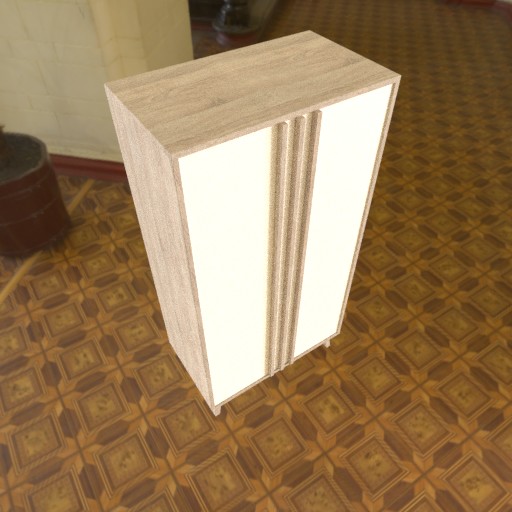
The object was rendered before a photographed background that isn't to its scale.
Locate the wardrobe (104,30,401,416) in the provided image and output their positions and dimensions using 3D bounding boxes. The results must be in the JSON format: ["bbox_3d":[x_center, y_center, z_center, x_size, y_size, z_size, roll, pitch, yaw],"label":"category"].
[{"bbox_3d":[0.000,0.000,2.419,1.000,1.960,0.600,-26,51,-23],"label":"wardrobe"}]
